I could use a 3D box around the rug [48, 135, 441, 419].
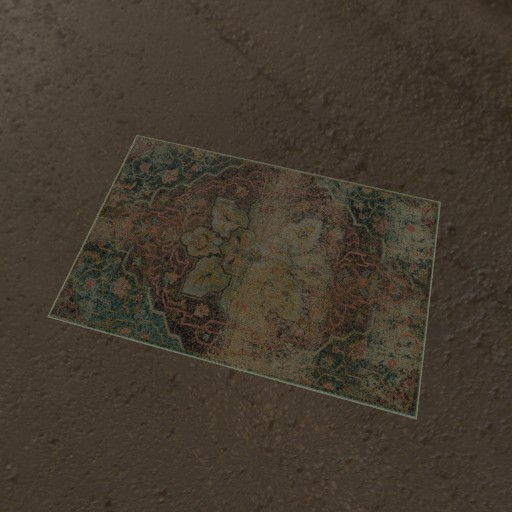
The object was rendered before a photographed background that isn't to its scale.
[{"bbox_3d":[0.000,0.000,3.004,2.363,0.004,1.566,15,66,7],"label":"rug"}]
